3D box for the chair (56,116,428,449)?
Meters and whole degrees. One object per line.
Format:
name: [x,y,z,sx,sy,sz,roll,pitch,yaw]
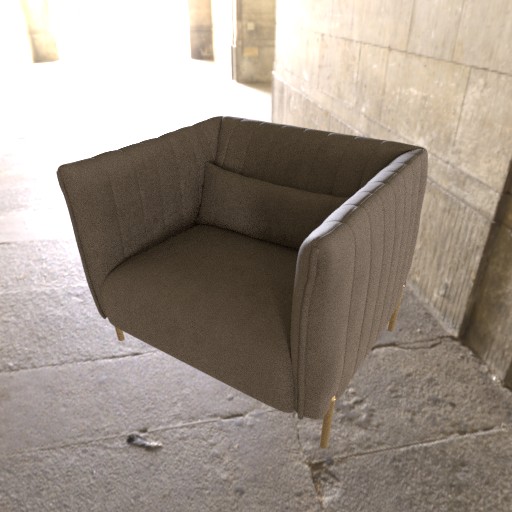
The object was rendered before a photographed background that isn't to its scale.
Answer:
chair: [0.000,0.000,1.627,0.981,0.779,0.873,18,35,28]
